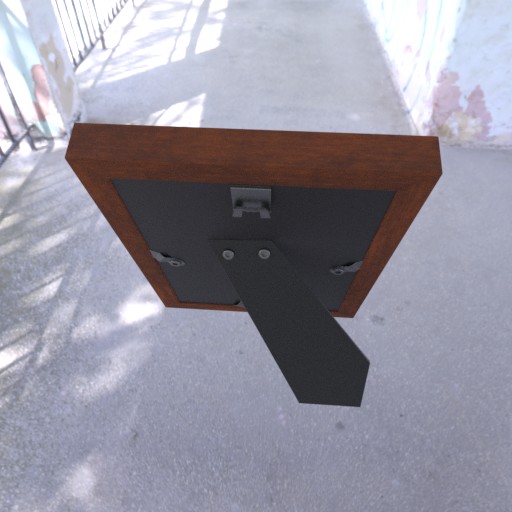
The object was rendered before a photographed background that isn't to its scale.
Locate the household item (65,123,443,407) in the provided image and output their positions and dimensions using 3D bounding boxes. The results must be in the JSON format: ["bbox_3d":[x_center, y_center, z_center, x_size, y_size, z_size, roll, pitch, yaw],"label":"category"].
[{"bbox_3d":[0.000,0.000,0.282,0.160,0.204,0.096,3,47,3],"label":"household item"}]
